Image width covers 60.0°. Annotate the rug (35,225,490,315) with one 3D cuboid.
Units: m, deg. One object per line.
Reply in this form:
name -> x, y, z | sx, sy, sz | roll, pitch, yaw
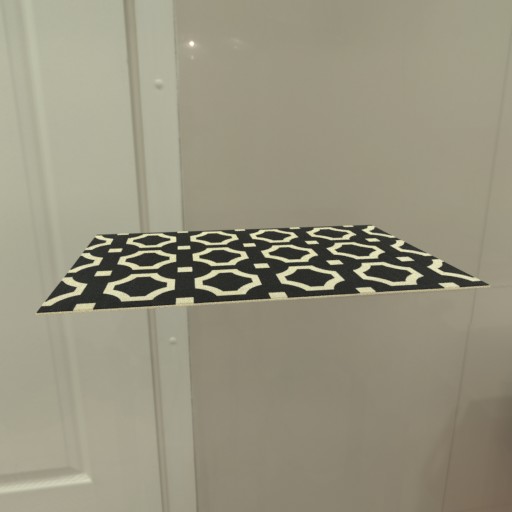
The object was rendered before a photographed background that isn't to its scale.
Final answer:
rug -> 0.000, 0.000, 2.921 | 2.286, 0.016, 1.555 | -3, 16, -9
